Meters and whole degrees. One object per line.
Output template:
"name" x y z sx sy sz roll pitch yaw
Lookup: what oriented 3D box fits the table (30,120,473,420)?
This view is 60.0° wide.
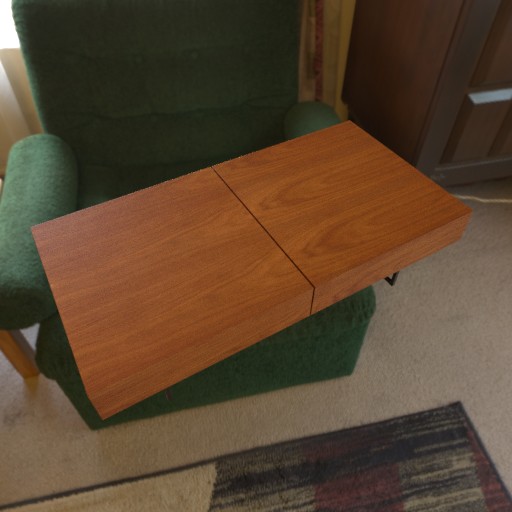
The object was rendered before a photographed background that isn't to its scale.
"table" 0.000 0.000 1.459 1.194 0.330 0.610 -23 52 -20
